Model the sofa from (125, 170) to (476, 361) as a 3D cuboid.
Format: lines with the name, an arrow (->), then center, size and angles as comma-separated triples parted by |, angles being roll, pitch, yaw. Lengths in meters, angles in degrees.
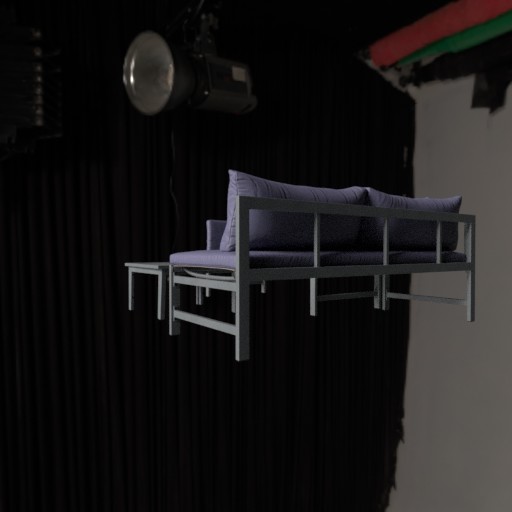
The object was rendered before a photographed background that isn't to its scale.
sofa -> 0.000, 0.000, 3.024 | 1.658, 0.762, 2.149 | -1, 1, -35
